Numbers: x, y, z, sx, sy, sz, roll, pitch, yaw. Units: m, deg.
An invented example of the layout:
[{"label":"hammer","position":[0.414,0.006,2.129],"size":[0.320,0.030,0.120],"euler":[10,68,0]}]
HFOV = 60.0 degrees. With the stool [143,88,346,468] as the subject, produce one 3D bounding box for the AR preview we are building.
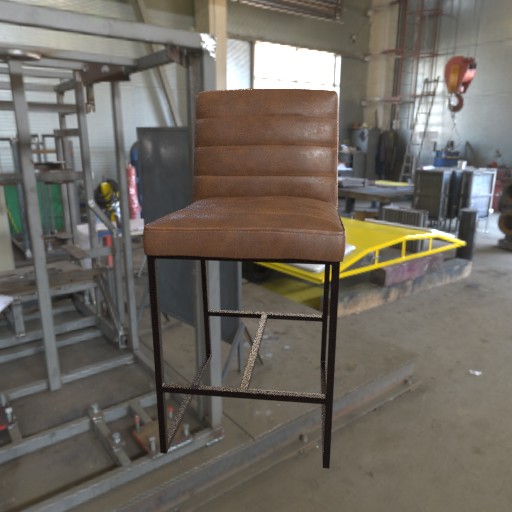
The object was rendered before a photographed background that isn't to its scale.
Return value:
[{"label":"stool","position":[0.000,0.000,1.256],"size":[0.463,0.942,0.562],"euler":[2,15,7]}]
